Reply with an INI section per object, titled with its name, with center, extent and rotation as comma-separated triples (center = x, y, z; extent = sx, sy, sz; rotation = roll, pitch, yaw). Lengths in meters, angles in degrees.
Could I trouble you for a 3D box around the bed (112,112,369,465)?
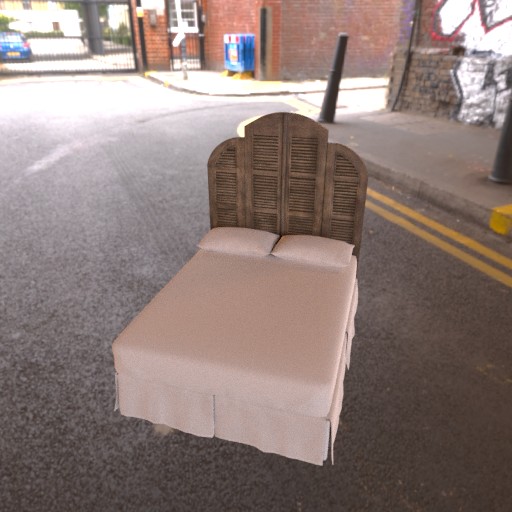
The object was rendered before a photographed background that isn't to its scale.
[bed]
center = 0.000, 0.000, 3.692
extent = 1.713, 2.019, 2.138
rotation = 7, 27, 15
